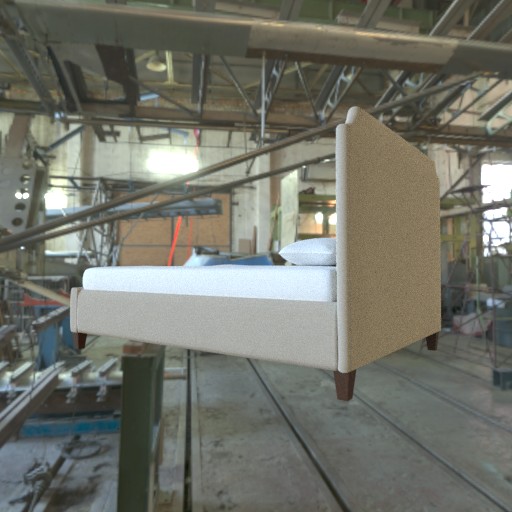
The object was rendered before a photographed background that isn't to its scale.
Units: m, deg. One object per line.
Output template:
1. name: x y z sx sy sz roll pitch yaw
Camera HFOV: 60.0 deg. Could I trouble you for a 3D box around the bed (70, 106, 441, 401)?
1. bed: 0.000 0.000 3.437 2.372 1.443 1.713 -1 -2 36
